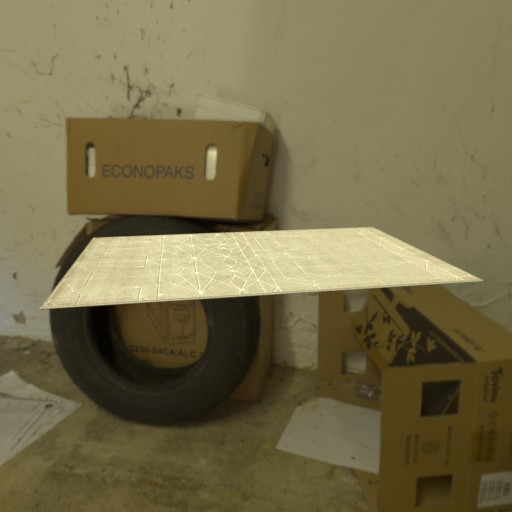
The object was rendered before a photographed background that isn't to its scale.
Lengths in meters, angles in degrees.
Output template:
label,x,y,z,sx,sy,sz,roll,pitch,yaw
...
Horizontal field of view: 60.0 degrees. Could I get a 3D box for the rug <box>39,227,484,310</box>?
label,x,y,z,sx,sy,sz,roll,pitch,yaw
rug,0.000,0.000,3.112,2.438,0.012,1.524,-3,16,-10
